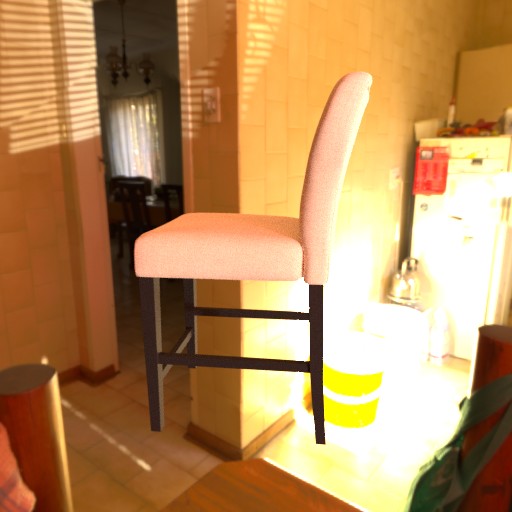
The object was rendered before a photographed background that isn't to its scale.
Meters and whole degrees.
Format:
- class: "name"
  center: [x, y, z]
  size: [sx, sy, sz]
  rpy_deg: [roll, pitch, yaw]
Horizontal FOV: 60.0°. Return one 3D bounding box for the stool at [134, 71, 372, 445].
- class: "stool"
  center: [0.000, 0.000, 1.341]
  size: [0.603, 0.972, 0.514]
  rpy_deg: [2, 13, 7]
